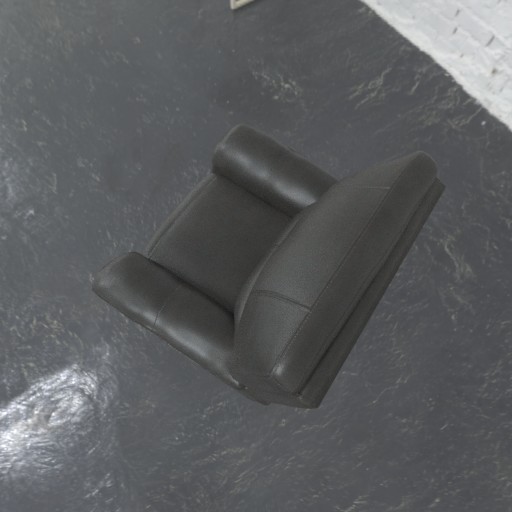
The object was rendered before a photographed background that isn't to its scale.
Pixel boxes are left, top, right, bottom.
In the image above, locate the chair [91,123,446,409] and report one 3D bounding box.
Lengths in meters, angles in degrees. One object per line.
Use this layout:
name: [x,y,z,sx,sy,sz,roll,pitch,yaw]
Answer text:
chair: [0.000,0.000,1.985,1.087,1.109,1.096,31,68,14]
